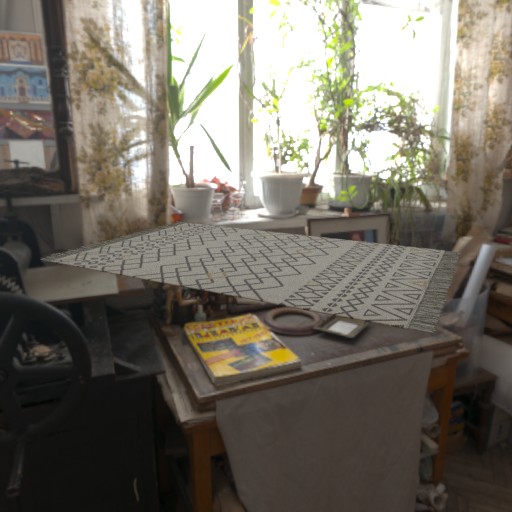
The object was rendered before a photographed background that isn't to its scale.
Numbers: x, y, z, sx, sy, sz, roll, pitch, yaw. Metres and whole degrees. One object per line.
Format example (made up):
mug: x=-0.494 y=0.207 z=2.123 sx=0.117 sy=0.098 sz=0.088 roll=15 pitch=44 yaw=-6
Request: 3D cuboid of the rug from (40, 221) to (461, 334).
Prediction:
rug: x=0.000 y=0.000 z=3.010 sx=2.472 sy=0.035 sz=1.495 roll=8 pitch=17 yaw=27
